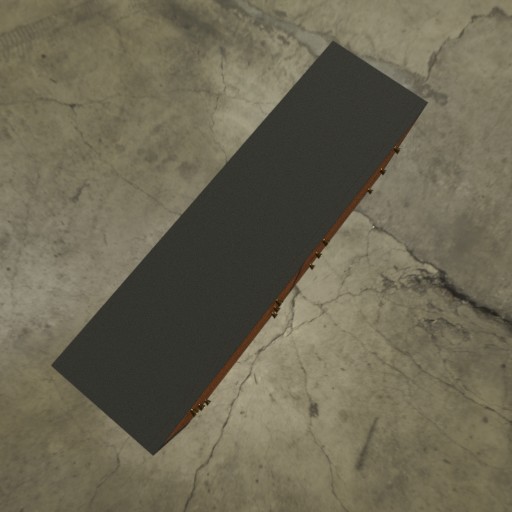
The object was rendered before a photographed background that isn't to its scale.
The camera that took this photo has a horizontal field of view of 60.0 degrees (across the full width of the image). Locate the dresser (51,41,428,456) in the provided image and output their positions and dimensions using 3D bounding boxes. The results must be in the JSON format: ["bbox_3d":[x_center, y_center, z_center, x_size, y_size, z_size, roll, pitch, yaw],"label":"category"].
[{"bbox_3d":[0.000,0.000,1.966,0.463,0.872,1.558,37,79,8],"label":"dresser"}]
